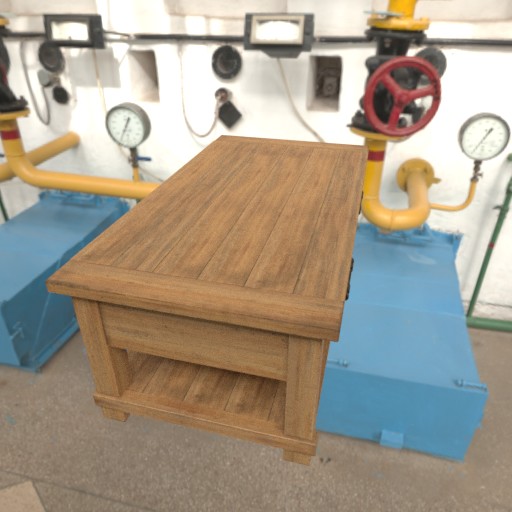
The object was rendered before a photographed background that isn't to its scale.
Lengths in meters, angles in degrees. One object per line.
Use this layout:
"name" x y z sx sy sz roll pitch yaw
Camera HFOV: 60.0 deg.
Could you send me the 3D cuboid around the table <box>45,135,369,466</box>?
"table" 0.000 0.000 1.603 0.693 0.494 1.270 8 32 13
